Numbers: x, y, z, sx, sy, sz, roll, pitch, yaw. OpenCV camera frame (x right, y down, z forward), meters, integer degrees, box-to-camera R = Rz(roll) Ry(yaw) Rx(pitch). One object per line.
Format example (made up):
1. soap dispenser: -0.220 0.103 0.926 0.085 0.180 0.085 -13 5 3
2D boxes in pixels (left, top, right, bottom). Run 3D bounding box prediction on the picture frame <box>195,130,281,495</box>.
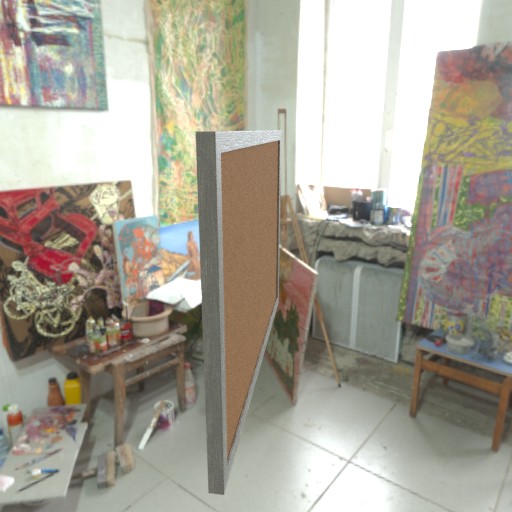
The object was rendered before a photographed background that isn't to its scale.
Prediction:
1. picture frame: 0.000 0.000 1.177 0.029 0.640 0.950 2 16 8
